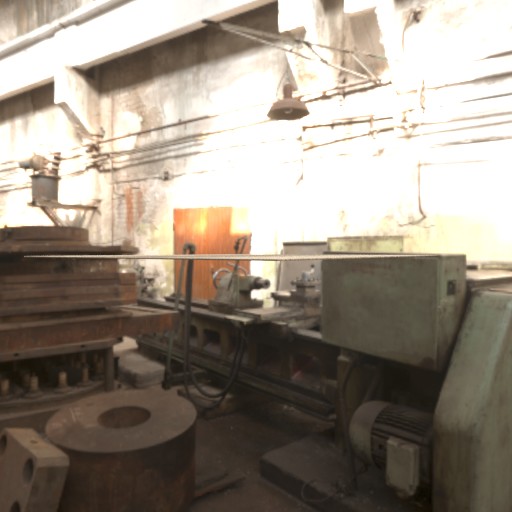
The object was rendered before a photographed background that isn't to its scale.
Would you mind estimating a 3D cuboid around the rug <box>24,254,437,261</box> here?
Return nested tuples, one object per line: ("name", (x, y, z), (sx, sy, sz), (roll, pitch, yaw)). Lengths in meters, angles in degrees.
("rug", (0.000, 0.000, 4.084), (2.453, 0.010, 3.037), (0, 1, 36))
